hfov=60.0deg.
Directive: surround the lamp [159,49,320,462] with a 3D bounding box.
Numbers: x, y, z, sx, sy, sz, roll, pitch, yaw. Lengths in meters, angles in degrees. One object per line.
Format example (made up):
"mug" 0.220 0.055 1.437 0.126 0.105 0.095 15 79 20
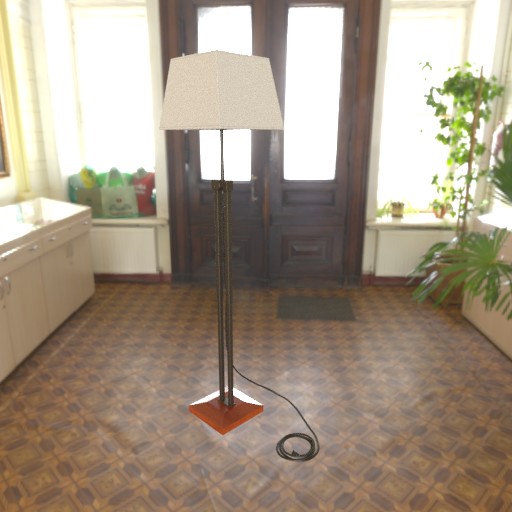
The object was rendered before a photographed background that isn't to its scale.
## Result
"lamp" 0.000 0.000 1.997 0.472 1.712 0.745 -14 21 -42
